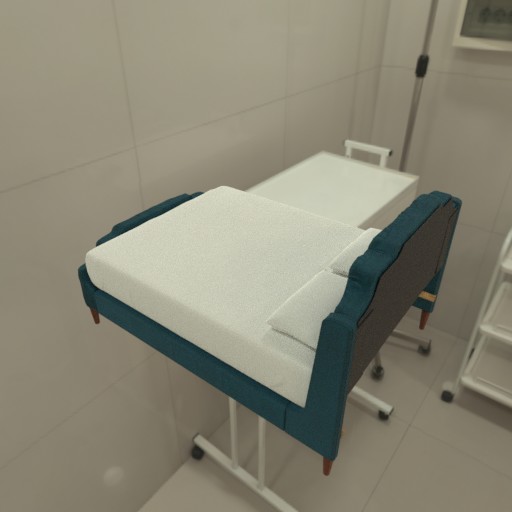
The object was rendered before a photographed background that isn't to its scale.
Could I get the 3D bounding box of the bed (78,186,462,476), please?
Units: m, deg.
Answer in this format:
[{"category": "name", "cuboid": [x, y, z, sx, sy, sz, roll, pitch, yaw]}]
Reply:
[{"category": "bed", "cuboid": [0.000, 0.000, 3.331, 2.322, 1.351, 1.676, 22, 39, 31]}]
